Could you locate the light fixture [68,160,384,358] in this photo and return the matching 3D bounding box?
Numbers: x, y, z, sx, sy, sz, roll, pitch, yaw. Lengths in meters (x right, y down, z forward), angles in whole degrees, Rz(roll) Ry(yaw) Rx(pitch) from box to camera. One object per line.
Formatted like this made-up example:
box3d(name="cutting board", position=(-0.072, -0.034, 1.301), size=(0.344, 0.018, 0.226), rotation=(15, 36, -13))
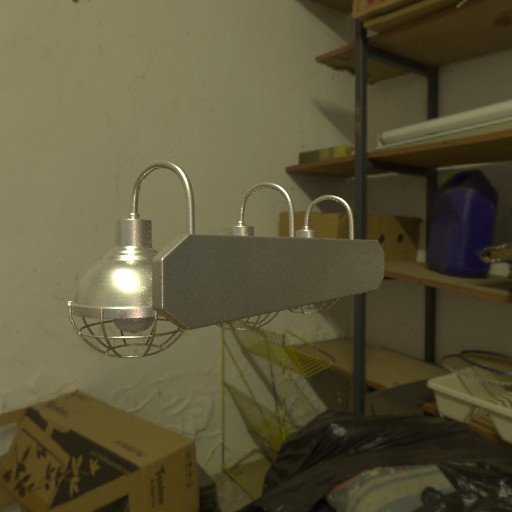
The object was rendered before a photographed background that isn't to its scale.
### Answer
box3d(name="light fixture", position=(0.000, 0.000, 0.773), size=(0.229, 0.254, 0.634), rotation=(1, 1, 36))
